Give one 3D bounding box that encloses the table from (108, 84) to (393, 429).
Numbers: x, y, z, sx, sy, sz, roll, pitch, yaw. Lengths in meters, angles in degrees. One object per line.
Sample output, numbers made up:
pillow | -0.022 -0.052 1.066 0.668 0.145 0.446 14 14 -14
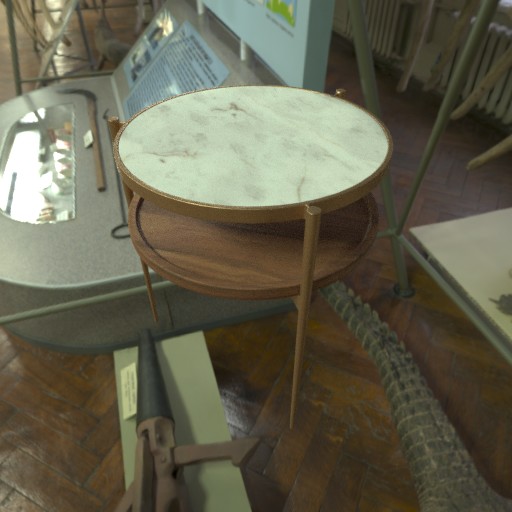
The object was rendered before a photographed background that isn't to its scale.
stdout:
table | 0.000 0.000 0.835 0.430 0.493 0.456 -12 42 -14
